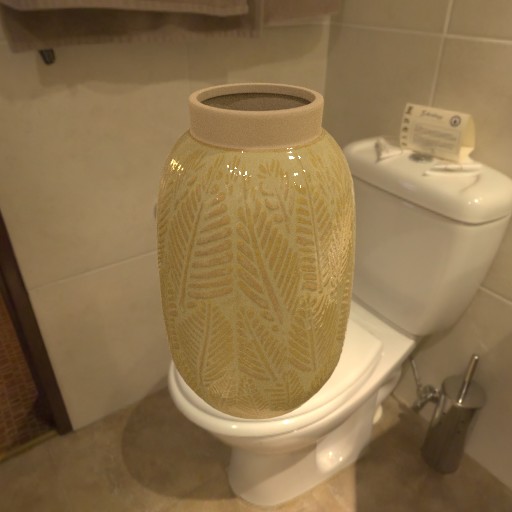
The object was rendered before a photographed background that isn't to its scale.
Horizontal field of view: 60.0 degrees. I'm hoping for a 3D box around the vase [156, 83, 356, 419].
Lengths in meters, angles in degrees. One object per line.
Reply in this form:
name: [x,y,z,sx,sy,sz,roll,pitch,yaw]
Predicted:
vase: [0.000,0.000,0.388,0.172,0.270,0.172,0,32,0]
